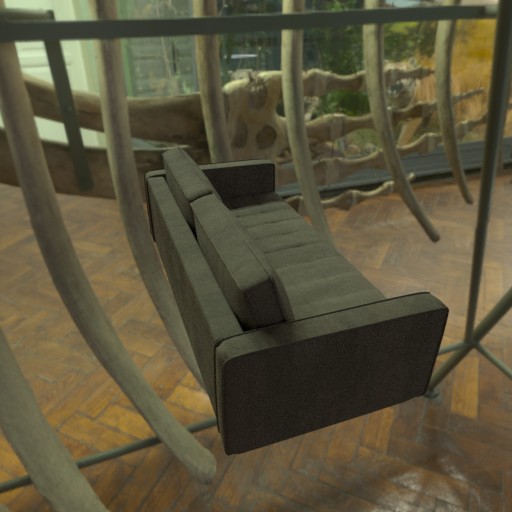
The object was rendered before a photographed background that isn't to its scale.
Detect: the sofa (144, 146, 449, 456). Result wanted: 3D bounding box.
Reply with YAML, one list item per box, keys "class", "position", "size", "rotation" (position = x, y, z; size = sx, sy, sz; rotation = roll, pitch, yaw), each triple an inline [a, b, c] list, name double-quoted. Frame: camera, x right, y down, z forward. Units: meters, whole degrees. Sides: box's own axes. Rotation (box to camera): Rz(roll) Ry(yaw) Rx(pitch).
- class: "sofa"
  position: [0.000, 0.000, 2.415]
  size: [0.924, 0.825, 1.920]
  rotation: [-10, 32, -17]
